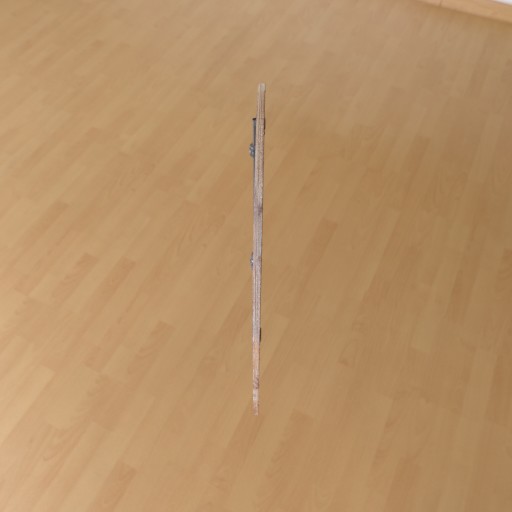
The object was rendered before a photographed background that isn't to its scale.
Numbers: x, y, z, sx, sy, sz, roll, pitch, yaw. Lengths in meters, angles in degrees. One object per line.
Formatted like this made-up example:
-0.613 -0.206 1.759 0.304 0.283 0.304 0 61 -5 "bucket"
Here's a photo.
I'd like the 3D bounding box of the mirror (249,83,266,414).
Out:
0.000 0.000 1.164 0.032 0.915 0.609 1 59 1 "mirror"
